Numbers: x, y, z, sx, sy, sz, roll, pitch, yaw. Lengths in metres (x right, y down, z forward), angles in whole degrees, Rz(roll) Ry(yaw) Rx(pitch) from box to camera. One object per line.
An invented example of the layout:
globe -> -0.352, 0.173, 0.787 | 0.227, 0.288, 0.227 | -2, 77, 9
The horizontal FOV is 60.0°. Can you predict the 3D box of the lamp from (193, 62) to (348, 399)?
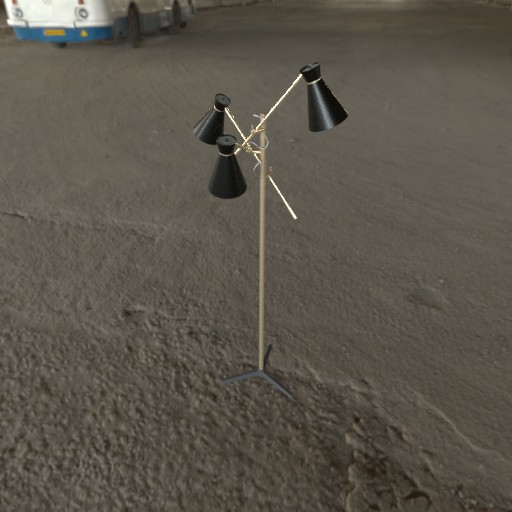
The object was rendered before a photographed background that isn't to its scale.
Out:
lamp -> 0.000, 0.000, 2.173 | 0.750, 1.804, 0.653 | 8, 33, 12
